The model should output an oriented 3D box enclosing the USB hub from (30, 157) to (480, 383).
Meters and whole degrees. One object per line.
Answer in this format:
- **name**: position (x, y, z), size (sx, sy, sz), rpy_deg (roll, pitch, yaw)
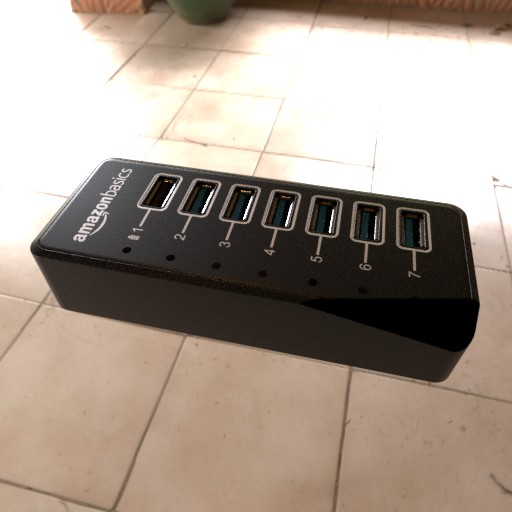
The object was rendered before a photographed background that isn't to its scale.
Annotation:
- **USB hub**: position (0.000, 0.000, 0.125), size (0.110, 0.023, 0.044), rpy_deg (9, 48, 9)
